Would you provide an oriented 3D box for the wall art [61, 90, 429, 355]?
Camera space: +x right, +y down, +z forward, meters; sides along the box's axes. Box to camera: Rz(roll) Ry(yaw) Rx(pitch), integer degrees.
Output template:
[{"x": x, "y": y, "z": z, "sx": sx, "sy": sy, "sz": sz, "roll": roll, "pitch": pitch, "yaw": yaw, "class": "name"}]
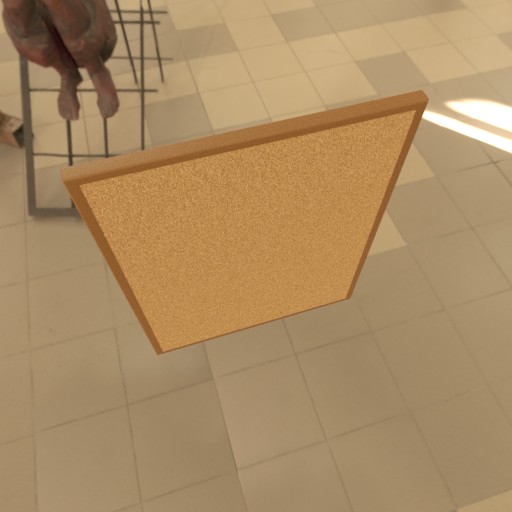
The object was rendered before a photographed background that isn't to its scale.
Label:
[{"x": 0.000, "y": 0.000, "z": 0.520, "sx": 0.310, "sy": 0.379, "sz": 0.015, "roll": -15, "pitch": 59, "yaw": -9, "class": "wall art"}]
